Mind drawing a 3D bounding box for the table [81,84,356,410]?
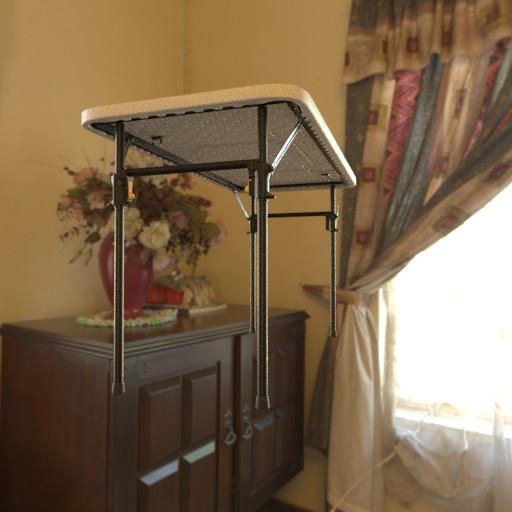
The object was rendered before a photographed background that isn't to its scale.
[{"bbox_3d":[0.000,0.000,1.608,0.610,0.729,1.219,0,-1,18],"label":"table"}]
